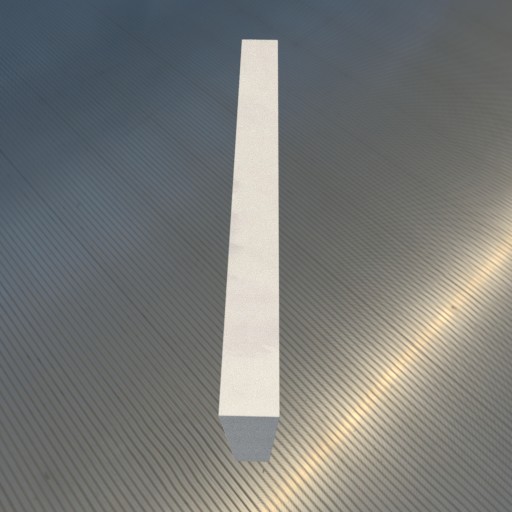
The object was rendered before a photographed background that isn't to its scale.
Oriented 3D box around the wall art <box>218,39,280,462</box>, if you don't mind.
[{"bbox_3d":[0.000,0.000,0.481,0.038,0.254,0.381,1,59,1],"label":"wall art"}]
